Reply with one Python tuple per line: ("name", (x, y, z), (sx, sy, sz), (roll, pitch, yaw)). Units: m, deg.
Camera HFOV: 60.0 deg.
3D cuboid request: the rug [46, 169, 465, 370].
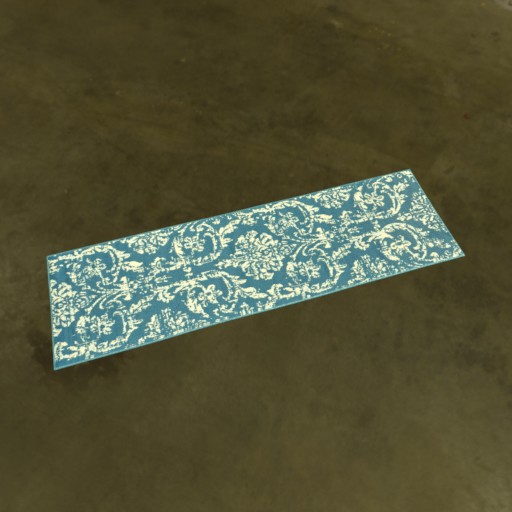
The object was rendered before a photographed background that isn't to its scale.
("rug", (0.000, 0.000, 2.425), (2.196, 0.011, 0.662), (-14, 60, -9))
